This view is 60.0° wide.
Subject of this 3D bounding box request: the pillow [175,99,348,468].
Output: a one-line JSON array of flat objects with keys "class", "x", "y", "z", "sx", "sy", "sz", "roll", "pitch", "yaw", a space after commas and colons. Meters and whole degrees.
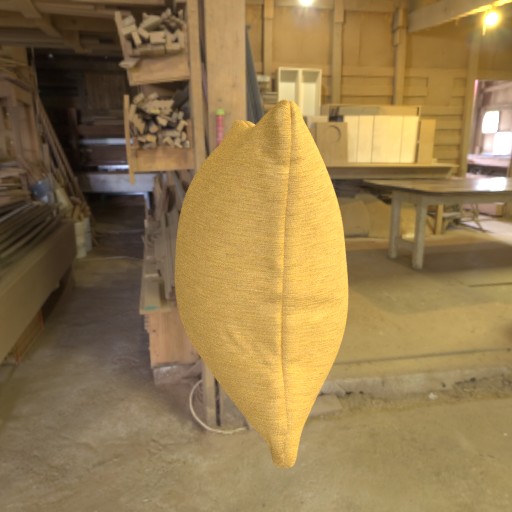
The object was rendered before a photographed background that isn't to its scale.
[{"class": "pillow", "x": 0.000, "y": 0.000, "z": 0.675, "sx": 0.247, "sy": 0.417, "sz": 0.435, "roll": -2, "pitch": 15, "yaw": -9}]
